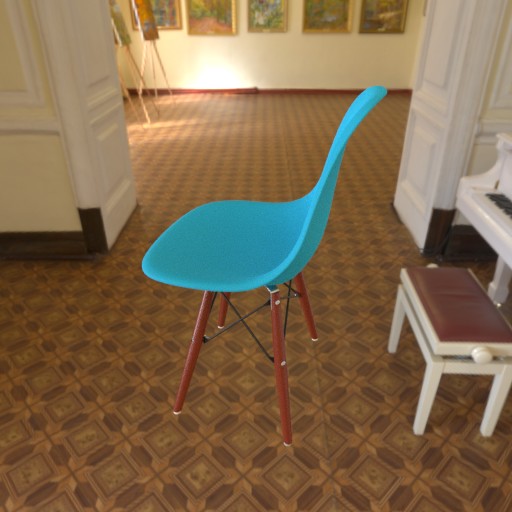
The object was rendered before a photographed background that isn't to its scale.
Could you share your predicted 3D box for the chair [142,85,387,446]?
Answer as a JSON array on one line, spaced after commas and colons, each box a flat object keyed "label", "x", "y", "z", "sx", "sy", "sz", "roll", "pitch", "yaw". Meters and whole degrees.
[{"label": "chair", "x": 0.000, "y": 0.000, "z": 1.135, "sx": 0.533, "sy": 0.826, "sz": 0.470, "roll": 7, "pitch": 31, "yaw": 12}]
